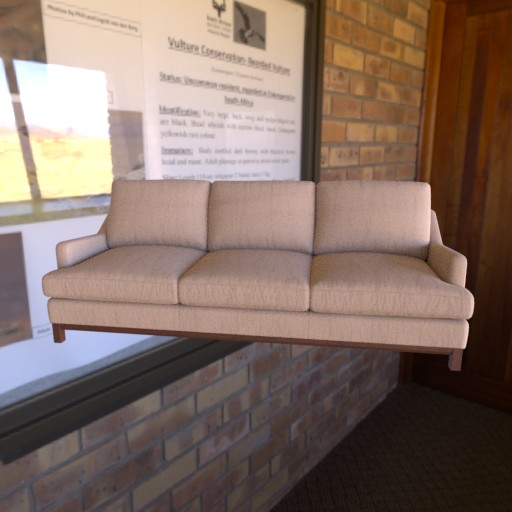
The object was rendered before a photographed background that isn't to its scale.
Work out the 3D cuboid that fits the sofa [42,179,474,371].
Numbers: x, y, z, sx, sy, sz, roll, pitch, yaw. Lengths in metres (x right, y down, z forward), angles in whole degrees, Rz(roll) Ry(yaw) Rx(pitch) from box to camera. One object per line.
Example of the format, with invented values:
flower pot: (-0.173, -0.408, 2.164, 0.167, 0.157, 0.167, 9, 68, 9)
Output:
sofa: (0.000, 0.000, 2.779, 2.321, 0.913, 1.000, 2, 14, 8)
